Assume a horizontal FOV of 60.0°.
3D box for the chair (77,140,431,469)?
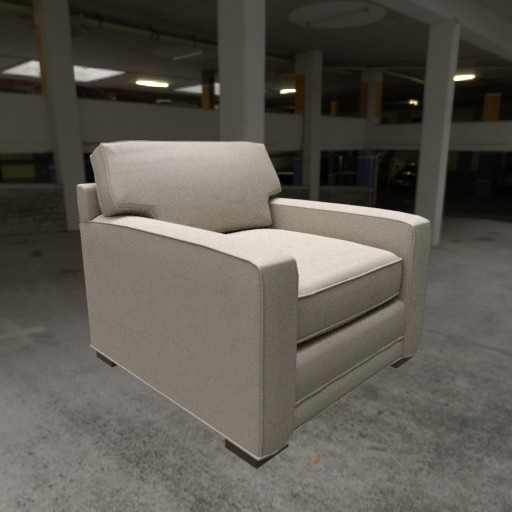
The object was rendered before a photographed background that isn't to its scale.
[{"bbox_3d":[0.000,0.000,1.808,1.043,0.913,0.998,13,19,43],"label":"chair"}]
